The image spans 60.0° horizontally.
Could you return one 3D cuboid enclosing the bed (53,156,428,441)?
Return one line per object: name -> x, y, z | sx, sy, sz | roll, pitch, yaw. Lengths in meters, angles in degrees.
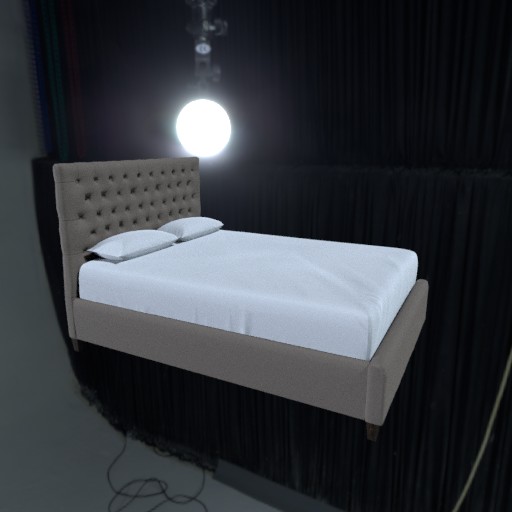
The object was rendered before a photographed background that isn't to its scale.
bed -> 0.000, 0.000, 3.444 | 2.387, 1.427, 1.698 | 8, 16, 27
